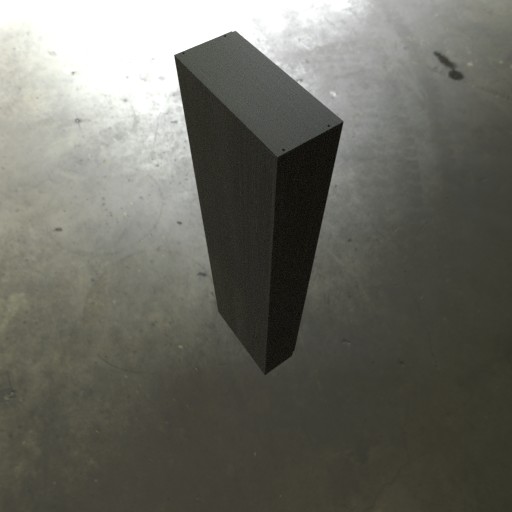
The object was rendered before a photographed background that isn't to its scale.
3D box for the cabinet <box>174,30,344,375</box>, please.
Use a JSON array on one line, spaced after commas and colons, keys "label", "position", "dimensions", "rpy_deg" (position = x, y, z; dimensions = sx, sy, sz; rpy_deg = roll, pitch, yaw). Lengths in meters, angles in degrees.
[{"label": "cabinet", "position": [0.000, 0.000, 1.982], "dimensions": [0.230, 1.790, 0.500], "rpy_deg": [-31, 63, -18]}]
